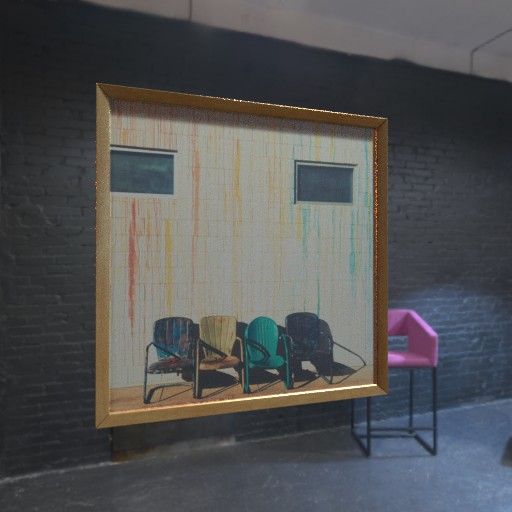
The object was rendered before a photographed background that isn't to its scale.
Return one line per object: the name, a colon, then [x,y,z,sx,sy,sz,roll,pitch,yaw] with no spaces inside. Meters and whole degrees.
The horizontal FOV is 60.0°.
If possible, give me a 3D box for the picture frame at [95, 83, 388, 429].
picture frame: [0.000,0.000,1.116,0.758,0.761,0.037,0,0,-19]
